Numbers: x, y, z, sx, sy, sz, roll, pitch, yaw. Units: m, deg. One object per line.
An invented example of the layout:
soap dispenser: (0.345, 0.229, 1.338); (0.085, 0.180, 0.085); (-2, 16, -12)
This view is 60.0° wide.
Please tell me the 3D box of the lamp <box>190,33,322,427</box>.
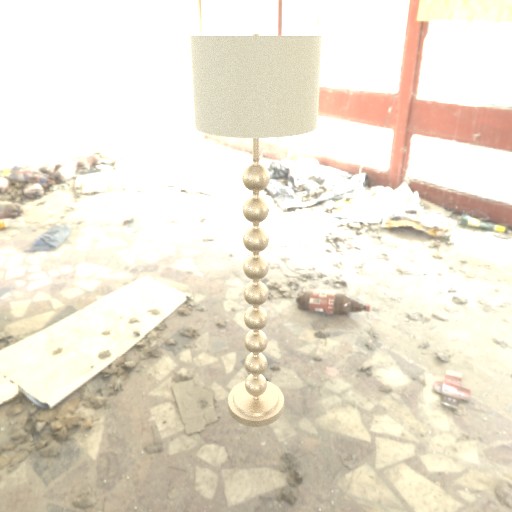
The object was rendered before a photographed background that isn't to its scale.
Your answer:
lamp: (0.000, 0.000, 1.640); (0.394, 1.474, 0.394); (-9, 28, -17)
